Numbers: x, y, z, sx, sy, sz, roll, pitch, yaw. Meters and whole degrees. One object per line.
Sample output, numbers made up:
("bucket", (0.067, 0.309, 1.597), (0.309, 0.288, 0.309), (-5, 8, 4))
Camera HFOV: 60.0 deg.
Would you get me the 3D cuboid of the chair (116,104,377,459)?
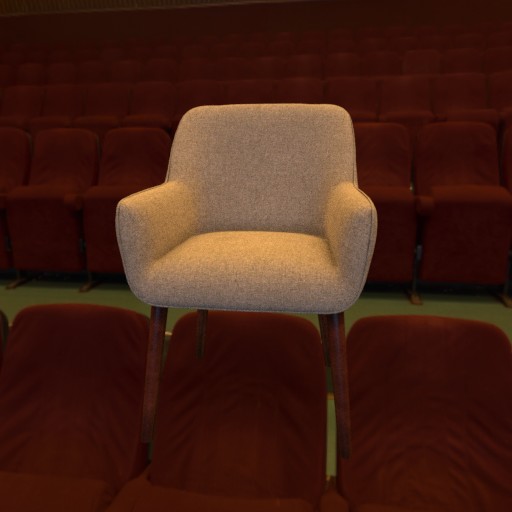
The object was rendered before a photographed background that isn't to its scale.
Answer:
("chair", (0.000, 0.000, 1.163), (0.543, 0.803, 0.519), (2, 13, 7))
